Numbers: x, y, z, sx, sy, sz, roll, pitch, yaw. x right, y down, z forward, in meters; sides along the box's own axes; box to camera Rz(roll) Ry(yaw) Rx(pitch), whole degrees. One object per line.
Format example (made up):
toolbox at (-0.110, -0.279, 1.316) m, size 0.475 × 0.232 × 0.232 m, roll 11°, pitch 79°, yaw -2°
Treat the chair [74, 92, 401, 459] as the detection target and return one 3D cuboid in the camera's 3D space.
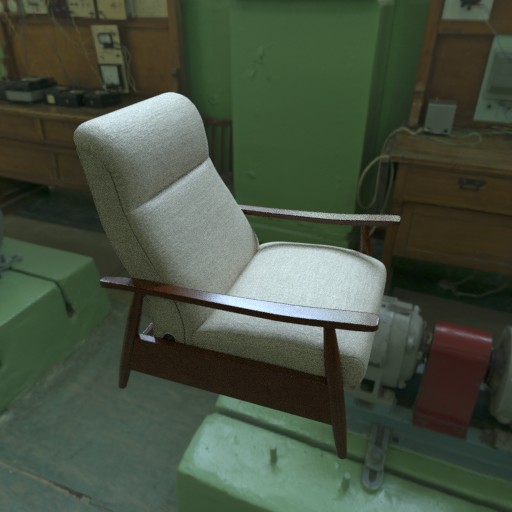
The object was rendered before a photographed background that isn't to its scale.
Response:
chair at (0.000, 0.000, 1.738) m, size 1.014 × 1.082 × 0.762 m, roll 11°, pitch 33°, yaw 17°
